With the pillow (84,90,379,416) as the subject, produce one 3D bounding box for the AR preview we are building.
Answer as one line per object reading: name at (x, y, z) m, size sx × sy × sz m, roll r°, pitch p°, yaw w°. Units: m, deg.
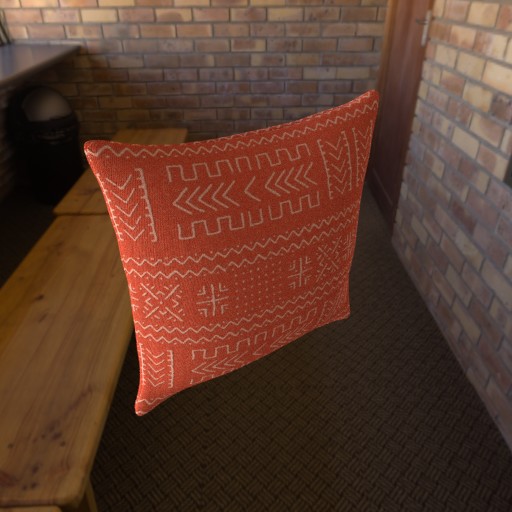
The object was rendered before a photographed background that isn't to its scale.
pillow at (0.000, 0.000, 0.666) m, size 0.438 × 0.429 × 0.164 m, roll -19°, pitch 37°, yaw -28°
